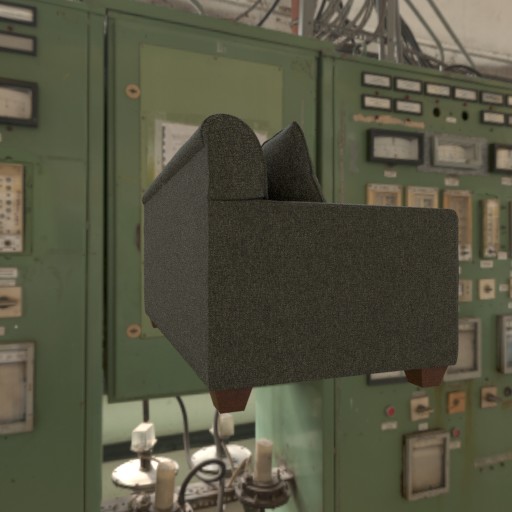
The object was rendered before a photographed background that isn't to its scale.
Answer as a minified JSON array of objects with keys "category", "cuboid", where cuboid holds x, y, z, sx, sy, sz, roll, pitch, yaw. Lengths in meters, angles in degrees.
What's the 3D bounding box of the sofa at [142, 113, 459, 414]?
[{"category":"sofa","cuboid":[0.000,0.000,2.326,0.998,0.958,1.846,0,0,-20]}]
